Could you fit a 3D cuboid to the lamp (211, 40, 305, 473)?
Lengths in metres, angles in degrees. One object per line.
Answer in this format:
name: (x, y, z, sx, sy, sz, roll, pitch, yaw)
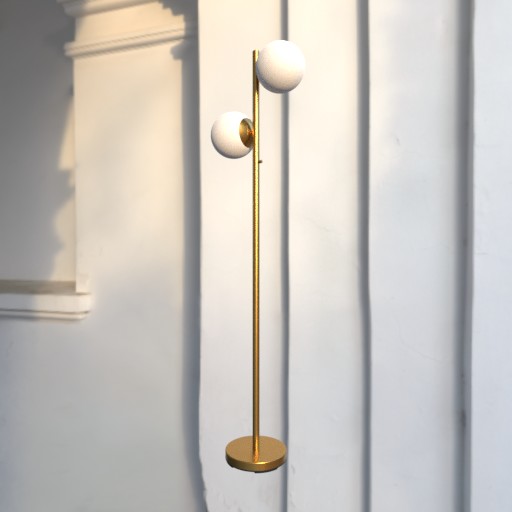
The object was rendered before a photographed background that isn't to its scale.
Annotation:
lamp: (0.000, 0.000, 1.784, 0.419, 1.641, 0.249, 1, 1, 35)
